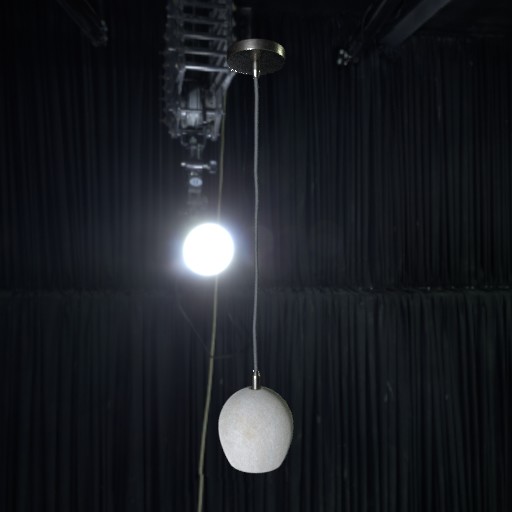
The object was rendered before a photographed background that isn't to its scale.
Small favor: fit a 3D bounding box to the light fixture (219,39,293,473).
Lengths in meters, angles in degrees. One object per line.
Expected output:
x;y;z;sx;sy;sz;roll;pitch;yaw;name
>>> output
0.000;0.000;0.832;0.139;0.764;0.139;0;0;-18;light fixture
